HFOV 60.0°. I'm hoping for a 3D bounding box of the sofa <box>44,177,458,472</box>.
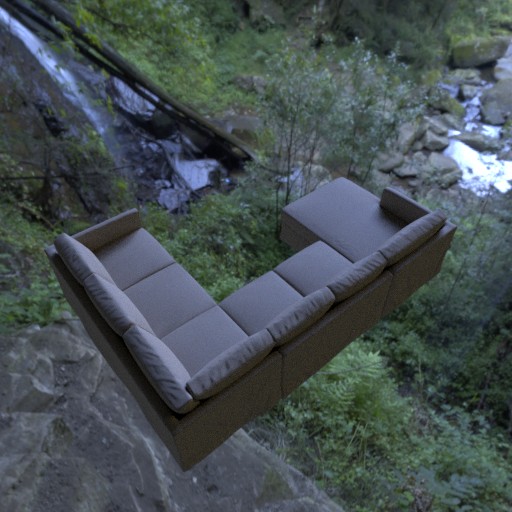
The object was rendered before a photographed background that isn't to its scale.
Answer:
[{"bbox_3d":[0.000,0.000,4.666,3.528,0.878,2.476,-30,53,-26],"label":"sofa"}]
